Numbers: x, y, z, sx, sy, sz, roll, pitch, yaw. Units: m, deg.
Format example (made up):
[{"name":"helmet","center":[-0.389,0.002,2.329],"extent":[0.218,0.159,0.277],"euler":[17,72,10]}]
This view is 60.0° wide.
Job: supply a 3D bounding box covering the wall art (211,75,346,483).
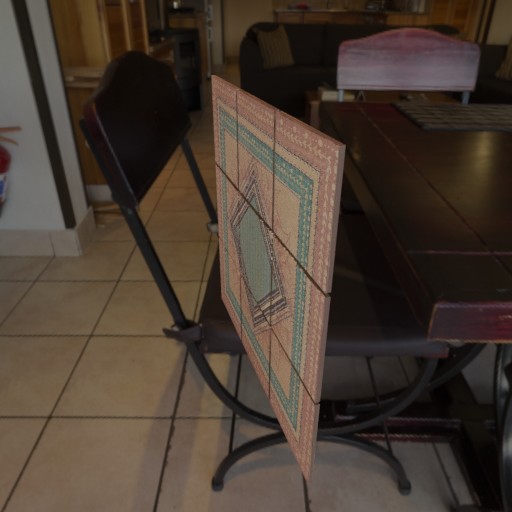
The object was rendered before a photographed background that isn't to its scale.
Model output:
[{"name":"wall art","center":[0.000,0.000,1.345],"extent":[0.013,0.914,0.915],"euler":[-9,31,-16]}]
